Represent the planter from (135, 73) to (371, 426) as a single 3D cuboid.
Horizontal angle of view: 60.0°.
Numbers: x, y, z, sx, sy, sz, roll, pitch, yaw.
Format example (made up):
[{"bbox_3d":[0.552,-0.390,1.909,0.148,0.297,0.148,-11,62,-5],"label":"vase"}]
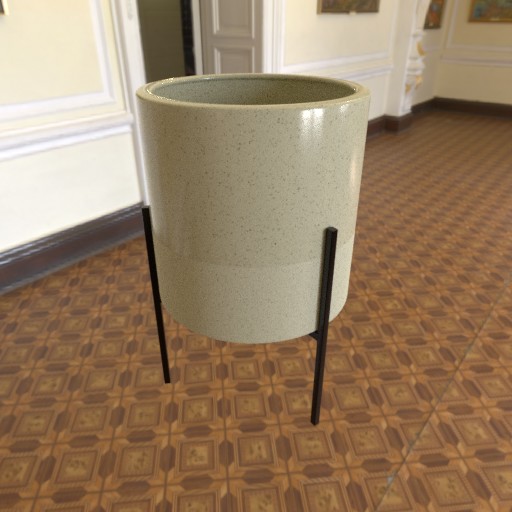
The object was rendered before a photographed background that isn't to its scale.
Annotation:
[{"bbox_3d":[0.000,0.000,0.541,0.234,0.390,0.243,-21,35,-33],"label":"planter"}]
